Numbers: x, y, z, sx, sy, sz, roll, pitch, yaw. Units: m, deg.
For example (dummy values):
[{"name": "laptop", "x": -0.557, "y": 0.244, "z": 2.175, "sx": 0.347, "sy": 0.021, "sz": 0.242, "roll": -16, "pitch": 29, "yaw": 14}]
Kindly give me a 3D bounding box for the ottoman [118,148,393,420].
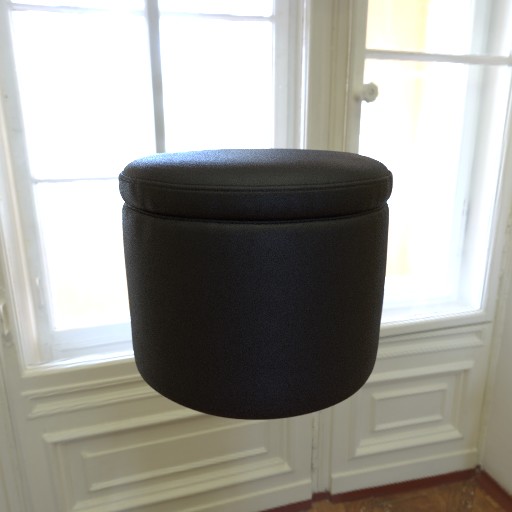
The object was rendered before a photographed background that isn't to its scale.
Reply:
[{"name": "ottoman", "x": 0.000, "y": 0.000, "z": 0.884, "sx": 0.501, "sy": 0.409, "sz": 0.501, "roll": 0, "pitch": 16, "yaw": 0}]
